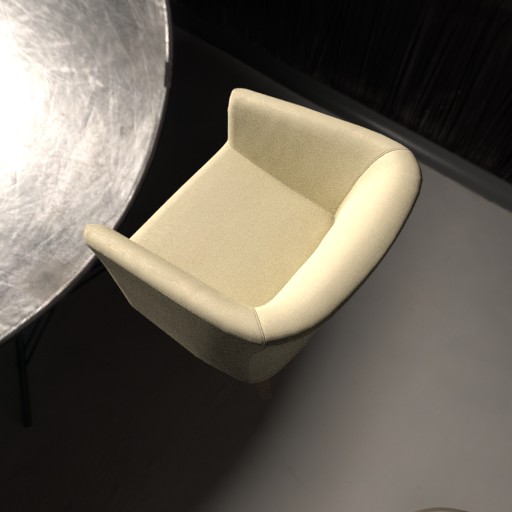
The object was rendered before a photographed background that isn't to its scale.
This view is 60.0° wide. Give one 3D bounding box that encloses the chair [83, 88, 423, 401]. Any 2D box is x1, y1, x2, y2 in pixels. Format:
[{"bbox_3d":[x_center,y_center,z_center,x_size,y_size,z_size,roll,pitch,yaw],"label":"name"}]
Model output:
[{"bbox_3d":[0.000,0.000,1.338,0.657,0.822,0.643,34,68,16],"label":"chair"}]
